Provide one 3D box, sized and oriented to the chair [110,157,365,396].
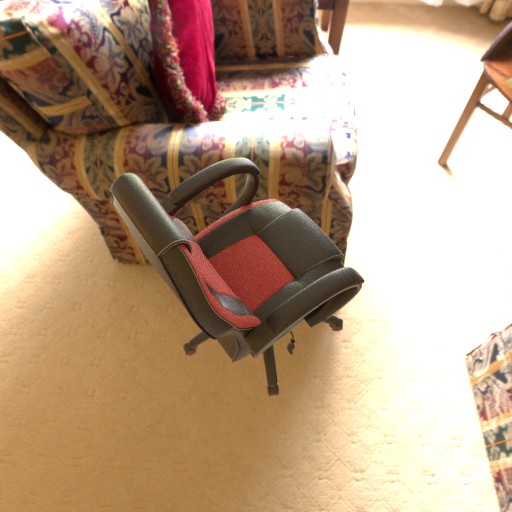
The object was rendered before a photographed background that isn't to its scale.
[{"bbox_3d":[0.000,0.000,1.704,0.783,1.189,0.750,-32,64,-17],"label":"chair"}]
